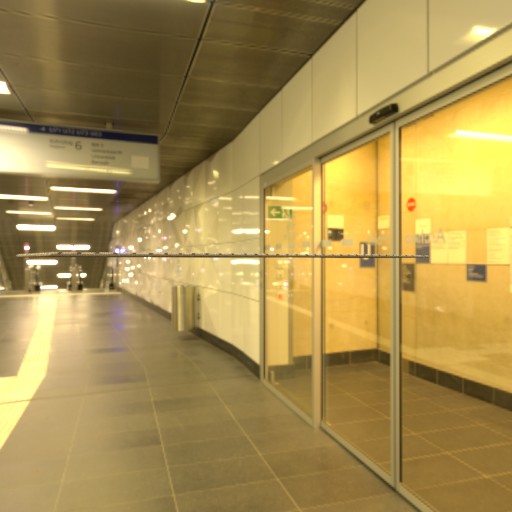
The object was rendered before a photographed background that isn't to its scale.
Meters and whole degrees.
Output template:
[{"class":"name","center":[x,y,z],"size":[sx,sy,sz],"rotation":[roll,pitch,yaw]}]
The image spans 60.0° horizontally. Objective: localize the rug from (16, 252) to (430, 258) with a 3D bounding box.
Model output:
[{"class":"rug","center":[0.000,0.000,2.648],"size":[2.439,0.020,0.773],"rotation":[0,-1,-37]}]
